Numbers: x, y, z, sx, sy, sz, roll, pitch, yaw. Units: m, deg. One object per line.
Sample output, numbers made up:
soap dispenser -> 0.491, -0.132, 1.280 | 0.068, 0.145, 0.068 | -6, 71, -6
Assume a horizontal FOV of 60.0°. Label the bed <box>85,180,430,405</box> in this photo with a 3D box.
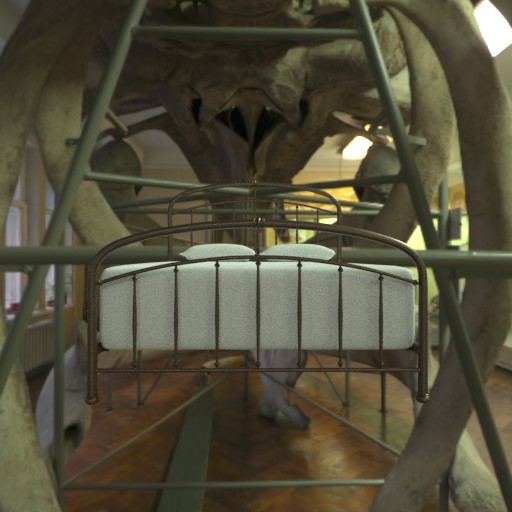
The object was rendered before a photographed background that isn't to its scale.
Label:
bed -> 0.000, 0.000, 3.255 | 1.711, 1.475, 2.168 | 0, 0, -1
